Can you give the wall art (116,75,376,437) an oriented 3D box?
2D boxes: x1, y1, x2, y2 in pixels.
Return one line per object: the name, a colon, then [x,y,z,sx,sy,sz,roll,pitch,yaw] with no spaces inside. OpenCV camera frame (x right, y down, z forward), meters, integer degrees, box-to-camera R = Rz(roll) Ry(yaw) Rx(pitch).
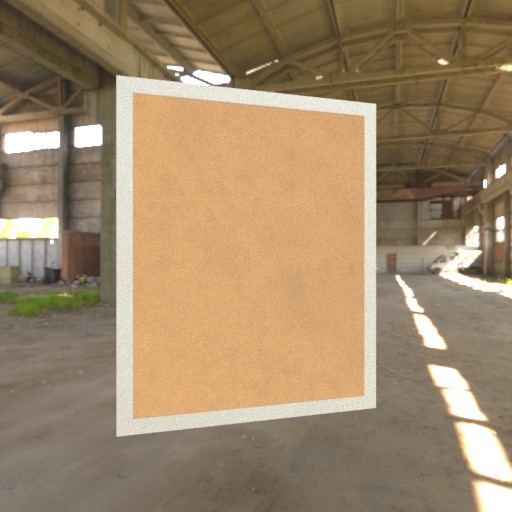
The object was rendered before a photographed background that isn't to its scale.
wall art: [0.000,0.000,1.102,0.661,0.811,0.026,0,0,-17]
